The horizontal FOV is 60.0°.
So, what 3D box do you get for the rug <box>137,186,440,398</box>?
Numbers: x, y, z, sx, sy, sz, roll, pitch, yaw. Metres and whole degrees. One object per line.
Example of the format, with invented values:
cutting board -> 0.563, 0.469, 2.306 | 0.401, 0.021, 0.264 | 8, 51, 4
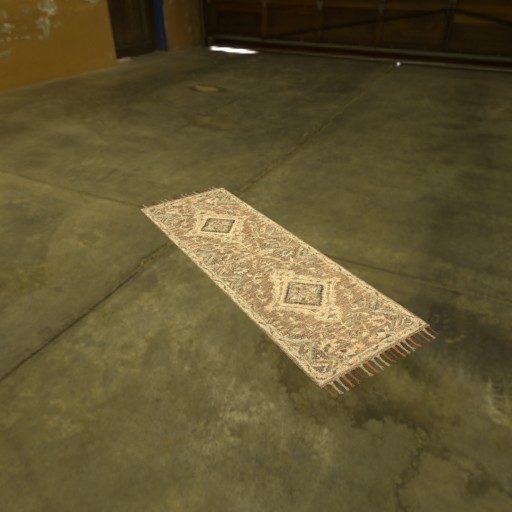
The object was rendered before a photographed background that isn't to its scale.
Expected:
rug -> 0.000, 0.000, 2.866 | 1.324, 0.018, 2.378 | -10, 34, -15
